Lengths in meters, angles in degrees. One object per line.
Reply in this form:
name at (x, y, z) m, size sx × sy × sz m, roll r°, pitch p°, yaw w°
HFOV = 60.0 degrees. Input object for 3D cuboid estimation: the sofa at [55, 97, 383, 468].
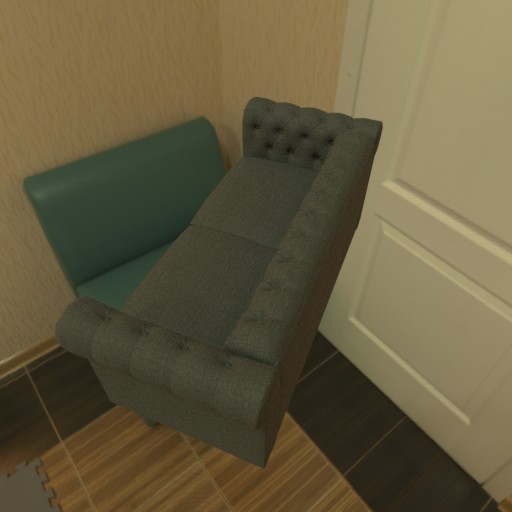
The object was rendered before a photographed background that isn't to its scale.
sofa at (0.000, 0.000, 2.205) m, size 0.783 × 0.797 × 1.798 m, roll 17°, pitch 49°, yaw 15°
